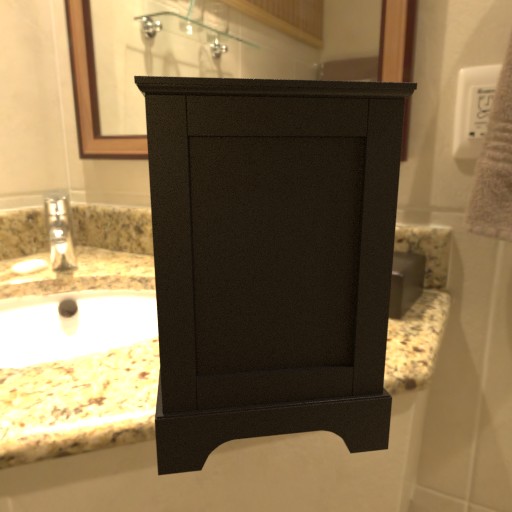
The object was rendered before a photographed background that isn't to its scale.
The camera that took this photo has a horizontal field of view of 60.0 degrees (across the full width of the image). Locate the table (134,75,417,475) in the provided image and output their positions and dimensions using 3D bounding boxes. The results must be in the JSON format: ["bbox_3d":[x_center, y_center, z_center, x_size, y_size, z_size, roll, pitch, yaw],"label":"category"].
[{"bbox_3d":[0.000,0.000,0.901,0.399,0.610,0.460,-2,14,-9],"label":"table"}]
